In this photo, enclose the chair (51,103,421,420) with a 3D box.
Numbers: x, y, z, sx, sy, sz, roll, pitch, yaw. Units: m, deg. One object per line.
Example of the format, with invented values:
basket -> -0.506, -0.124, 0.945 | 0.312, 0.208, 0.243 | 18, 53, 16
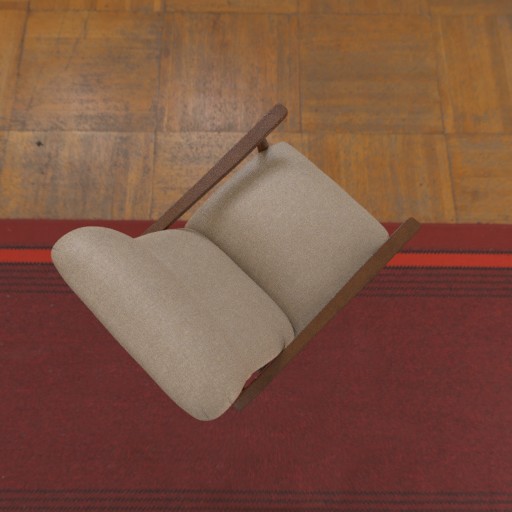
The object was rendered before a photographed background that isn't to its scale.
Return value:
chair -> 0.000, 0.000, 1.736 | 1.030, 1.082, 0.762 | -44, 79, -11
